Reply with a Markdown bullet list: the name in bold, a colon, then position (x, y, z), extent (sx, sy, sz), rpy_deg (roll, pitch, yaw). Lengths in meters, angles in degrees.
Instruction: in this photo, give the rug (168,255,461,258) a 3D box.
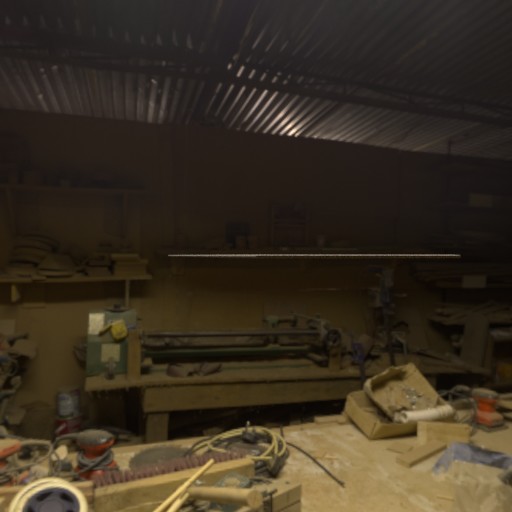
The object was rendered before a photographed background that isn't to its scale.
- **rug**: position (0.000, 0.000, 2.624), extent (0.769, 0.012, 2.448), rpy_deg (0, 0, -17)
